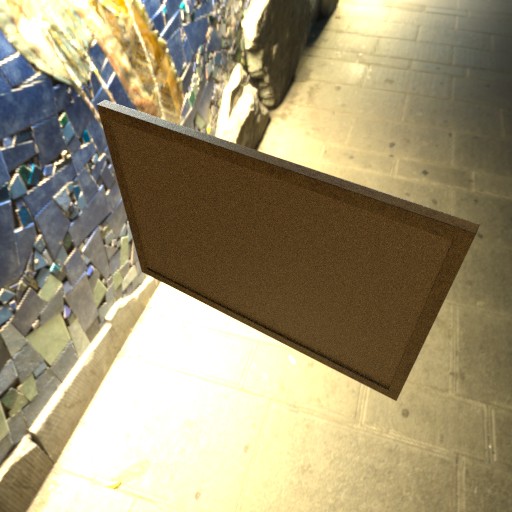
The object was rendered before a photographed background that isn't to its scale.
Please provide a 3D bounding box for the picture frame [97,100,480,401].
[{"bbox_3d":[0.000,0.000,1.174,0.922,0.621,0.029,24,50,22],"label":"picture frame"}]
